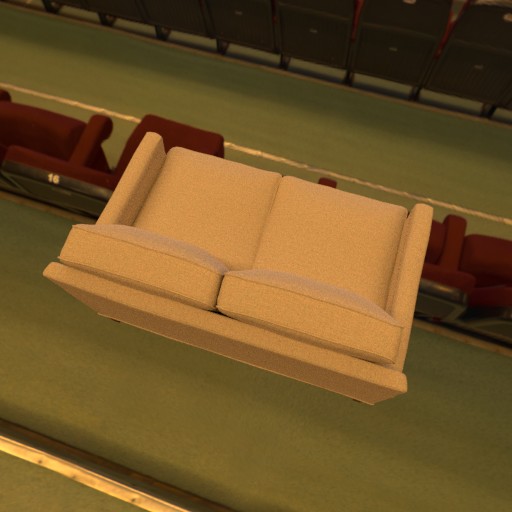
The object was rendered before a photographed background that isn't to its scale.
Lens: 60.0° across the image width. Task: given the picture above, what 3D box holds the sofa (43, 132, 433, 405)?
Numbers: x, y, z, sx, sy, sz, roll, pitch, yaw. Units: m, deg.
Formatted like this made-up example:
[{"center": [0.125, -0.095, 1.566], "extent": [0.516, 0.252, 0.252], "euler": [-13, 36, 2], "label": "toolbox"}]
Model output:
[{"center": [0.000, 0.000, 2.246], "extent": [1.597, 1.003, 1.084], "euler": [16, 64, 8], "label": "sofa"}]
